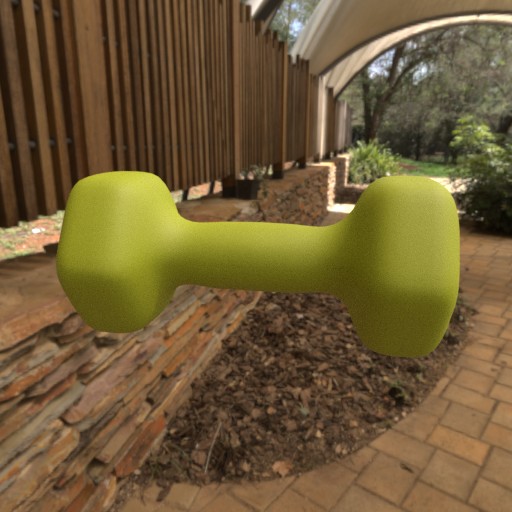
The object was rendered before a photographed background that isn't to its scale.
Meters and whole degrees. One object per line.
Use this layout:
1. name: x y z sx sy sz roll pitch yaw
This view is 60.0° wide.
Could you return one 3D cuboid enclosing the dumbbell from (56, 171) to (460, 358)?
1. dumbbell: 0.000 0.000 0.200 0.164 0.072 0.080 3 16 11
